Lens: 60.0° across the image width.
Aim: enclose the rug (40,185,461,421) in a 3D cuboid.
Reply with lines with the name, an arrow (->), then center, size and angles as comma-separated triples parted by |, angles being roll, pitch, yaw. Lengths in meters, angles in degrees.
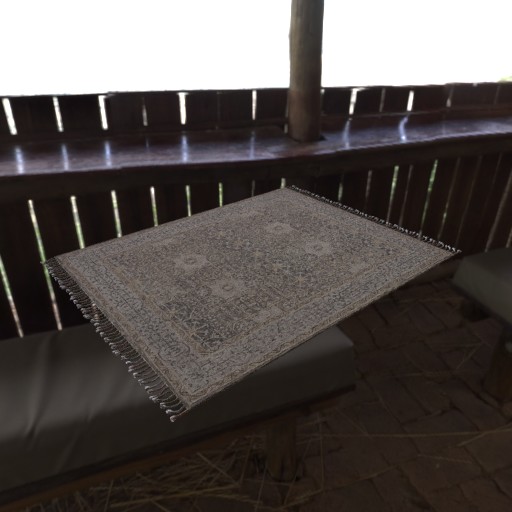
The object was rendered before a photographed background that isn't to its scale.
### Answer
rug -> 0.000, 0.000, 4.282 | 3.291, 0.017, 2.431 | -22, 36, -34
